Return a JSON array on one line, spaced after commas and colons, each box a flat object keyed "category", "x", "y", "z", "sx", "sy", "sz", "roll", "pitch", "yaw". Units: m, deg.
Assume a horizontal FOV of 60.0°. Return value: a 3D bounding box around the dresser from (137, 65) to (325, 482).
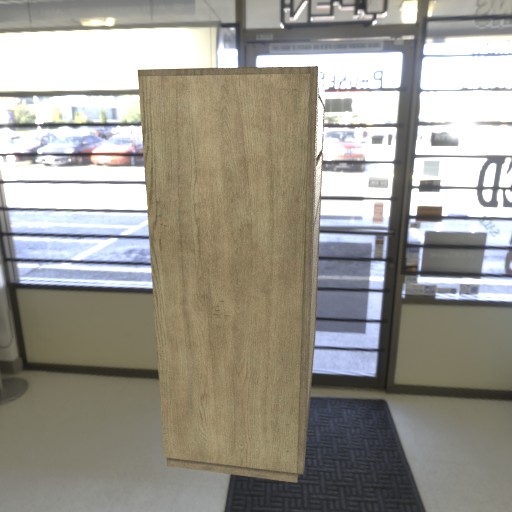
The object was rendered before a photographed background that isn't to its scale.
[{"category": "dresser", "x": 0.000, "y": 0.000, "z": 1.786, "sx": 0.483, "sy": 1.295, "sz": 0.967, "roll": 3, "pitch": 17, "yaw": 9}]
